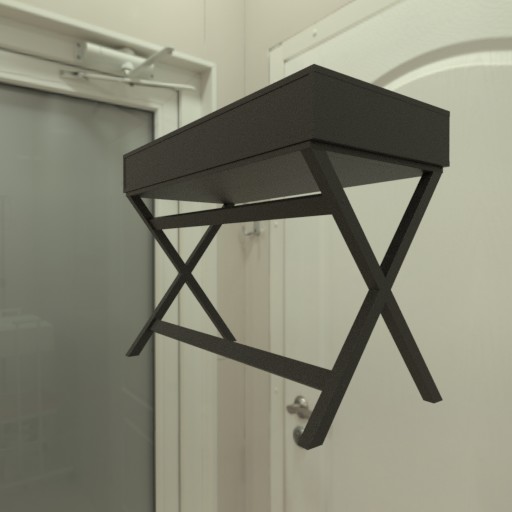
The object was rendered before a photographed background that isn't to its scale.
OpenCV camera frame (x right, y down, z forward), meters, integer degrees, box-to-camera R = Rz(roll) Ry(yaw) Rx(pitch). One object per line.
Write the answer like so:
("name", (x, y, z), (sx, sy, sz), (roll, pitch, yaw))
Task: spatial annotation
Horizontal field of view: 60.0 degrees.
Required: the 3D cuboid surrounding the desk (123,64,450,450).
("desk", (0.000, 0.000, 1.461), (0.504, 0.780, 1.057), (-1, 1, -37))
